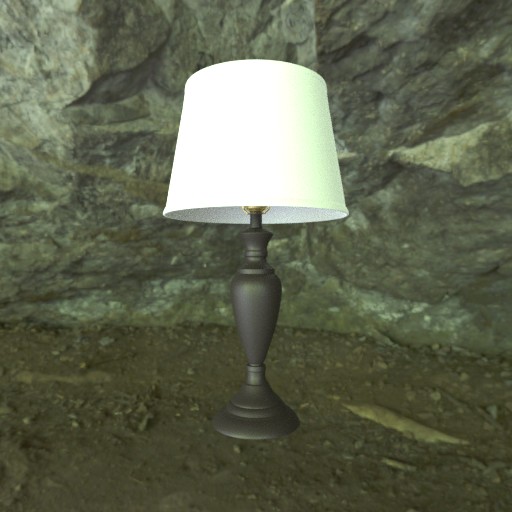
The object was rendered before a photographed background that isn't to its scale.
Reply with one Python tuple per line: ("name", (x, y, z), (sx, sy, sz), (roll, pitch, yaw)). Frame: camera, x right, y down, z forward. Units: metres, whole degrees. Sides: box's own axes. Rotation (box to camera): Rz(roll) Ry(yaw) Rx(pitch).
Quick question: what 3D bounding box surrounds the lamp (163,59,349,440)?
("lamp", (0.000, 0.000, 0.816), (0.335, 0.611, 0.335), (0, 0, 0))
